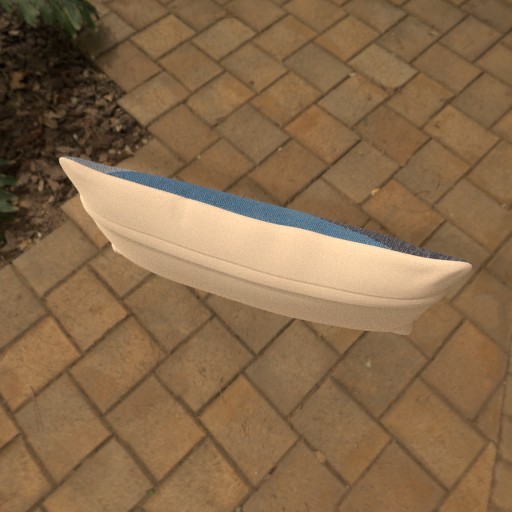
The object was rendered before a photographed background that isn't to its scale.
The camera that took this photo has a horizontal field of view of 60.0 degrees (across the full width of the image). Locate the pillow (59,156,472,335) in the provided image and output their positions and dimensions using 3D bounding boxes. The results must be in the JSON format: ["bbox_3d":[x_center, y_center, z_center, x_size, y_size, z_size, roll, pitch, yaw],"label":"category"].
[{"bbox_3d":[0.000,0.000,0.739,0.604,0.307,0.148,15,65,7],"label":"pillow"}]
